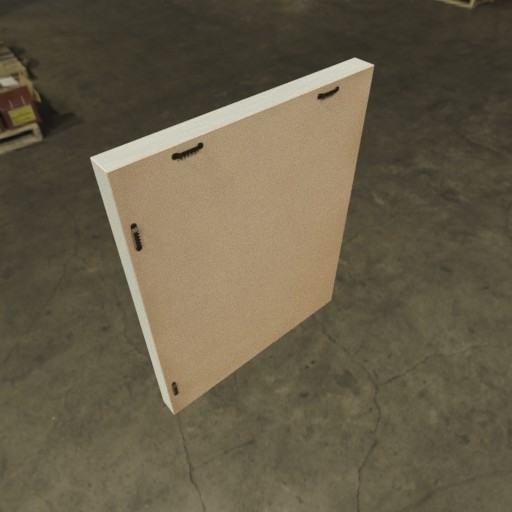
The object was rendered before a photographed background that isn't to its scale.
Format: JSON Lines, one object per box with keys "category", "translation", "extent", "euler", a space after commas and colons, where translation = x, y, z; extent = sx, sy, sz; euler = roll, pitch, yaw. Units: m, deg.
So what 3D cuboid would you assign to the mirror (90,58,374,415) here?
{"category": "mirror", "translation": [0.000, 0.000, 0.707], "extent": [0.405, 0.508, 0.041], "euler": [-31, 52, -28]}
